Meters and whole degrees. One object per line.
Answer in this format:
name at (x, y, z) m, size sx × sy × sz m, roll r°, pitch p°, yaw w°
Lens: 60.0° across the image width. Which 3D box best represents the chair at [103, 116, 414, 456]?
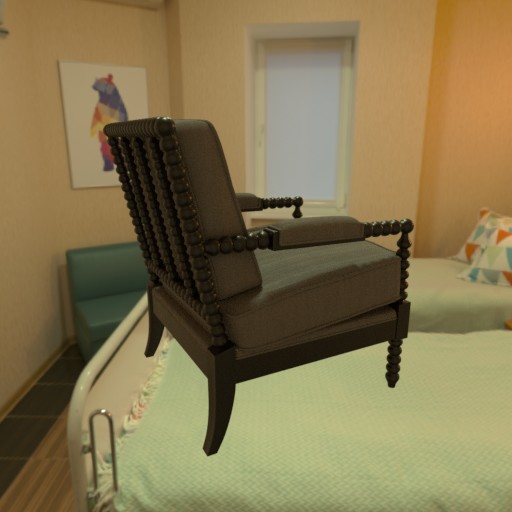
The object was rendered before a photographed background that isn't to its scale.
chair at (0.000, 0.000, 1.135) m, size 0.622 × 0.661 × 0.540 m, roll -8°, pitch 17°, yaw -27°
